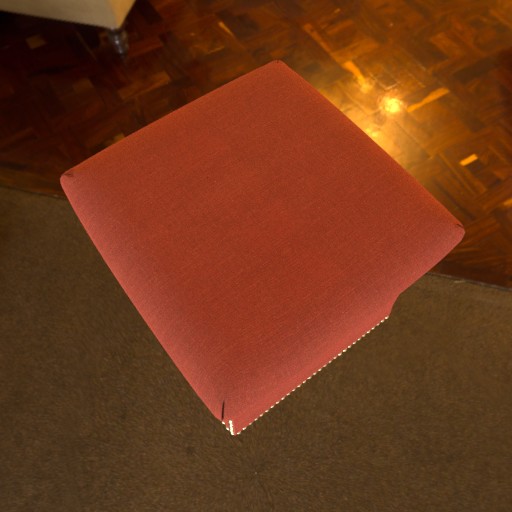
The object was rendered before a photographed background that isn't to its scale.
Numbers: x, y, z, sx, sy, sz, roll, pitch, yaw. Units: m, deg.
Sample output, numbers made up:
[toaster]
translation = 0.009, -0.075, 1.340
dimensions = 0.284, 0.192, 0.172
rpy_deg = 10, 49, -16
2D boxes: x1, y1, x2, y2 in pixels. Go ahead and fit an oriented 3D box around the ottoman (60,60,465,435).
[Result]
[ottoman]
translation = 0.000, 0.000, 0.901
dimensions = 0.497, 0.475, 0.507
rpy_deg = -33, 68, -15
